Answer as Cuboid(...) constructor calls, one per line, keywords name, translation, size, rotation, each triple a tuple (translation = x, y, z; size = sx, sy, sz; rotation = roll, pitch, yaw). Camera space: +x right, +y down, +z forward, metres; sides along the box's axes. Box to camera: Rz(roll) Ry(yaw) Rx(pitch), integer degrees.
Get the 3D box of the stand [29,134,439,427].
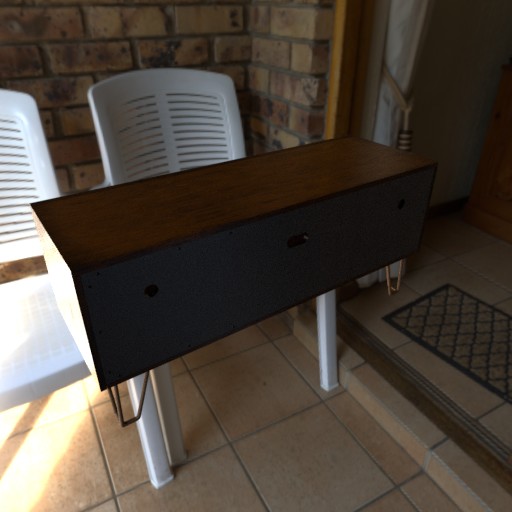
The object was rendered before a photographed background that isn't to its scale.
Cuboid(name="stand", translation=(0.000, 0.000, 1.686), size=(1.372, 0.610, 0.481), rotation=(-19, 36, -29))
